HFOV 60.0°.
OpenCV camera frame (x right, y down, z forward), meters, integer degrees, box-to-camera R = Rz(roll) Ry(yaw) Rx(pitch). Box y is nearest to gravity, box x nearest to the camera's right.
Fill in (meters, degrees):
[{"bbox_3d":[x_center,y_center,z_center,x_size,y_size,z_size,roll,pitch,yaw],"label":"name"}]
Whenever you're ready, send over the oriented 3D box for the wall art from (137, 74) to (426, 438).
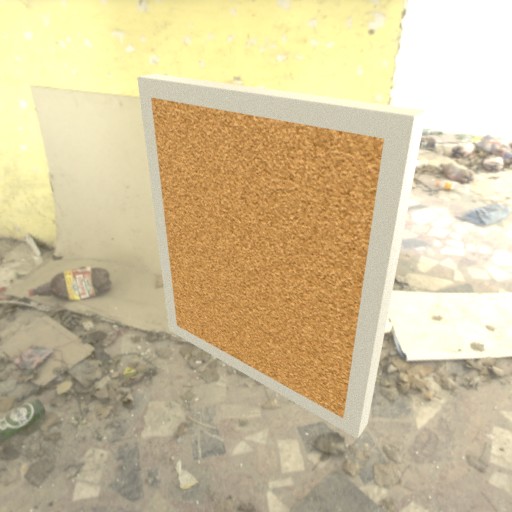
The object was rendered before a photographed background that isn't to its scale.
[{"bbox_3d":[0.000,0.000,0.536,0.331,0.381,0.028,21,36,32],"label":"wall art"}]
